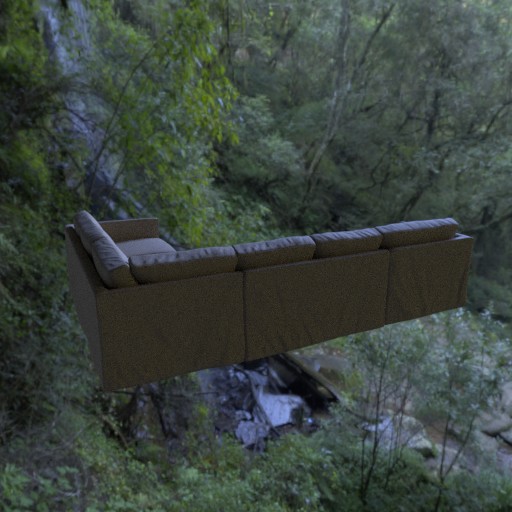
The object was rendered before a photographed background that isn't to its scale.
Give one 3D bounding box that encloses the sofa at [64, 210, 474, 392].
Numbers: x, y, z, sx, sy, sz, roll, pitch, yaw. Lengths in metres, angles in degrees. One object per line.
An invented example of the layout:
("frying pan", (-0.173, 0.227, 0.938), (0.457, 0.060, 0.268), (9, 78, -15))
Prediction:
("sofa", (0.000, 0.000, 4.584), (3.528, 0.878, 2.476), (-8, 17, -26))
